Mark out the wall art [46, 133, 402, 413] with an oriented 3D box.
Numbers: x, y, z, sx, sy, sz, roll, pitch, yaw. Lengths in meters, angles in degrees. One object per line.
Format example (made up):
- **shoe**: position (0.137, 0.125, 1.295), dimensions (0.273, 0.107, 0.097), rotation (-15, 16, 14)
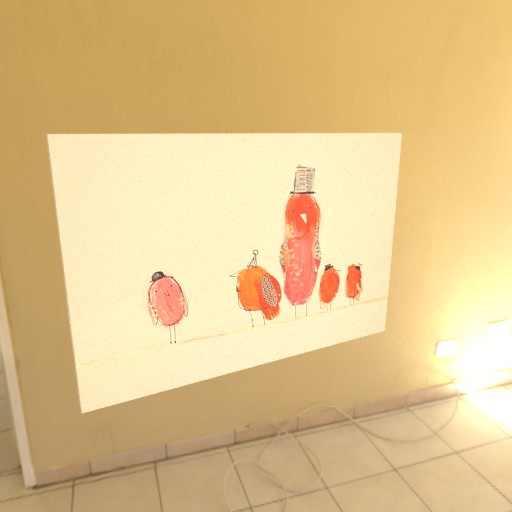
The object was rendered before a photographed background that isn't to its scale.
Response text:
- **wall art**: position (0.000, 0.000, 1.143), dimensions (0.914, 0.609, 0.038), rotation (-8, 18, -27)
